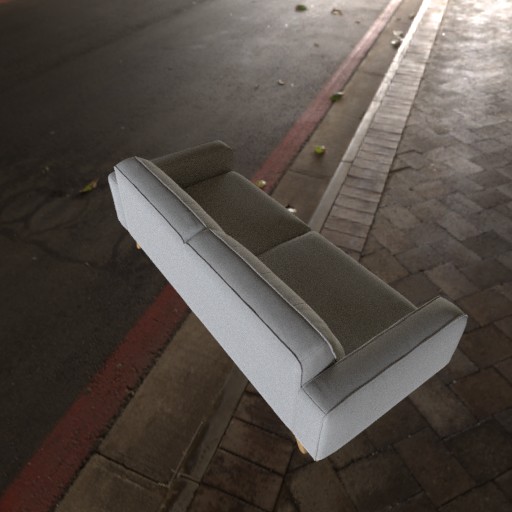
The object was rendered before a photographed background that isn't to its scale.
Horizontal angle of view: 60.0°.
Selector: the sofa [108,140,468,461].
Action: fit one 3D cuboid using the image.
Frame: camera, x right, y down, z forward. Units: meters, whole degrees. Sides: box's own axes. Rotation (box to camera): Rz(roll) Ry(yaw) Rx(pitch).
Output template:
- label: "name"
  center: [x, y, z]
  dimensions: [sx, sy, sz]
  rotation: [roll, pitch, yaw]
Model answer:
- label: "sofa"
  center: [0.000, 0.000, 2.715]
  dimensions: [0.956, 0.781, 2.270]
  rotation: [-25, 47, -26]
